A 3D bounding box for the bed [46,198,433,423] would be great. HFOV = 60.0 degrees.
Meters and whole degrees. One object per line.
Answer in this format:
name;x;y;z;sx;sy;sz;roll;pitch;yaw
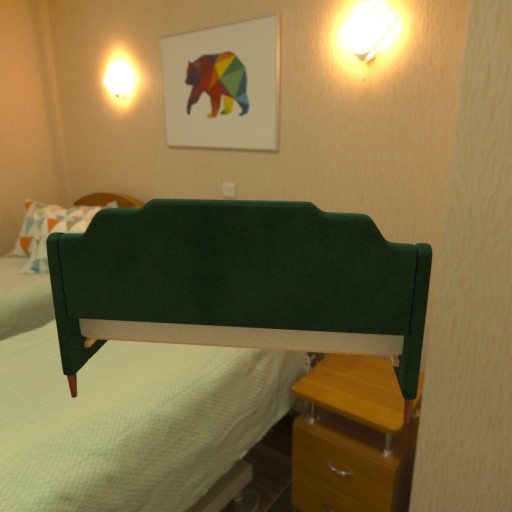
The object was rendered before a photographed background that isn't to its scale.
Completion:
bed;0.000;0.000;3.546;2.074;1.245;2.340;2;16;7
